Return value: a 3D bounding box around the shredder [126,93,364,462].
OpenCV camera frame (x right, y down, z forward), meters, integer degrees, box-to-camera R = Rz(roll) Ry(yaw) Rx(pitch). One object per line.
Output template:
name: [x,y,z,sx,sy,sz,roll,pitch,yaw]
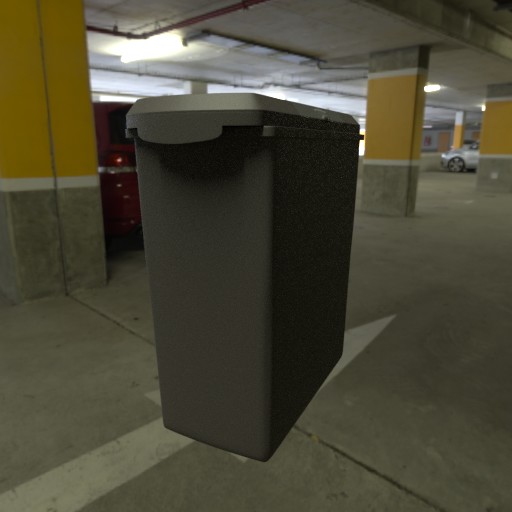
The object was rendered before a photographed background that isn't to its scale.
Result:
shredder: [0.000,0.000,0.515,0.170,0.335,0.320,7,16,26]
